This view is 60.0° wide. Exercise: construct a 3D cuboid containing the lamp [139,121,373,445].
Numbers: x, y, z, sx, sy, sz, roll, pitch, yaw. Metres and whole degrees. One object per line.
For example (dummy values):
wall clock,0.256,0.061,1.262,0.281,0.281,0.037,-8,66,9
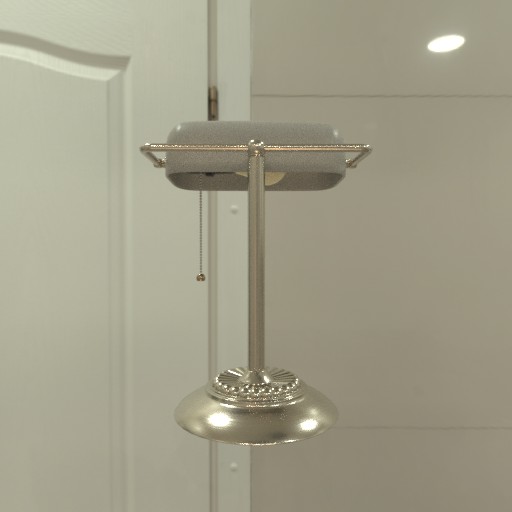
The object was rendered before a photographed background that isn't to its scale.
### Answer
lamp,0.000,0.000,0.519,0.264,0.339,0.243,0,1,-1
